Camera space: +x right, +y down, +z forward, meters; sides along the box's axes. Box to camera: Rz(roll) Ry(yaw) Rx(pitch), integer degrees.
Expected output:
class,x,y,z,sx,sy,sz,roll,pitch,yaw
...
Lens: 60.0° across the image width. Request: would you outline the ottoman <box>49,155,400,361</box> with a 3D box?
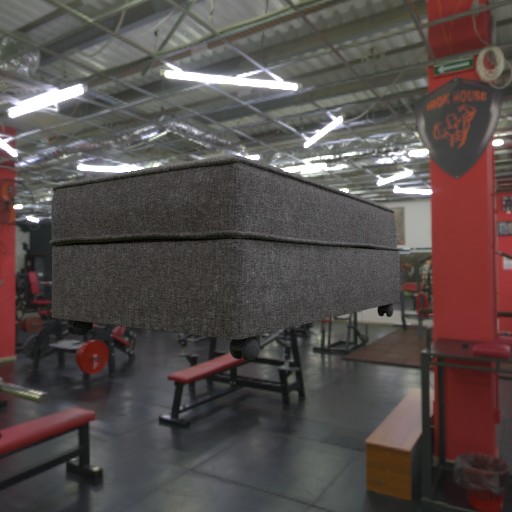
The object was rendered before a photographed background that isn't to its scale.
class,x,y,z,sx,sy,sz,roll,pitch,yaw
ottoman,0.000,0.000,1.593,0.717,0.487,1.184,-1,-1,34
